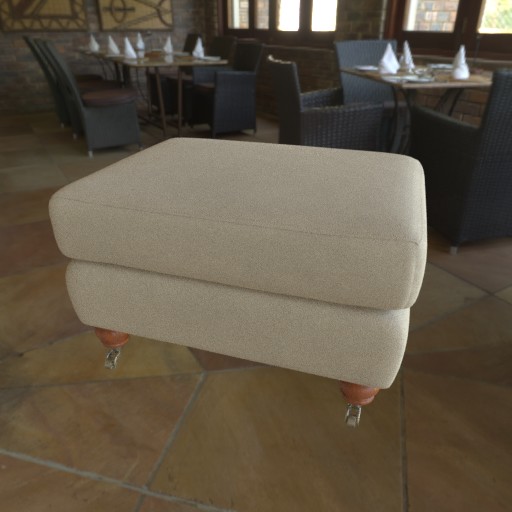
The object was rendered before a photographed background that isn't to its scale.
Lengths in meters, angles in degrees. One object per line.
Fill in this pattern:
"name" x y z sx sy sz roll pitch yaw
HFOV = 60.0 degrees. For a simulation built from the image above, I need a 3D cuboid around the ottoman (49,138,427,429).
"ottoman" 0.000 0.000 1.139 0.773 0.504 0.569 9 29 16
